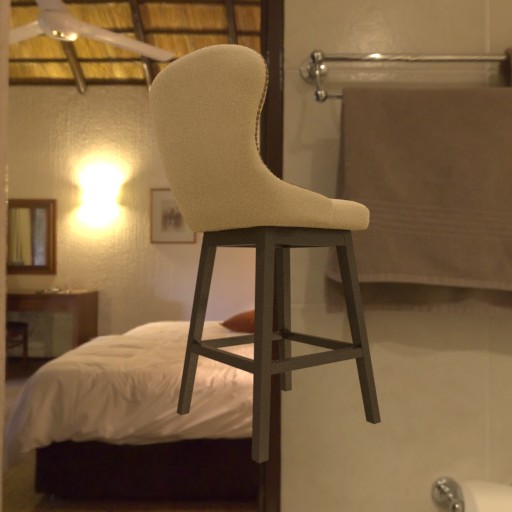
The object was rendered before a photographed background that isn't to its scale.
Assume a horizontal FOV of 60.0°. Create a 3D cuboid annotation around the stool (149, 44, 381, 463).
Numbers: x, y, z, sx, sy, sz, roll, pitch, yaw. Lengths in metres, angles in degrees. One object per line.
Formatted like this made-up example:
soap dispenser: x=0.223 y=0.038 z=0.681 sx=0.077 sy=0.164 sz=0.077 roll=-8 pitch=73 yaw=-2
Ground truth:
stool: x=0.000 y=0.000 z=1.296 sx=0.593 sy=0.971 sz=0.528 roll=0 pitch=-1 yaw=-36
